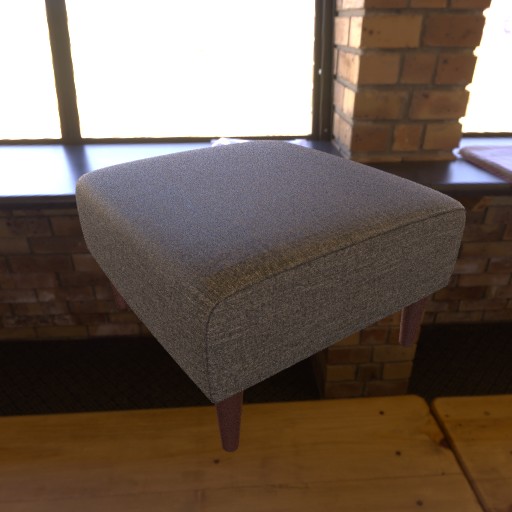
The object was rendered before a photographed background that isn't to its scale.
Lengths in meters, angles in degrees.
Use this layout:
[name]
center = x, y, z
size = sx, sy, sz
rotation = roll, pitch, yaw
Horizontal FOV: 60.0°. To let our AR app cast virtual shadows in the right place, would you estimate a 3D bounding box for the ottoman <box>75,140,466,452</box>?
[ottoman]
center = 0.000, 0.000, 1.056
size = 0.648, 0.399, 0.655
rotation = -18, 33, -30
